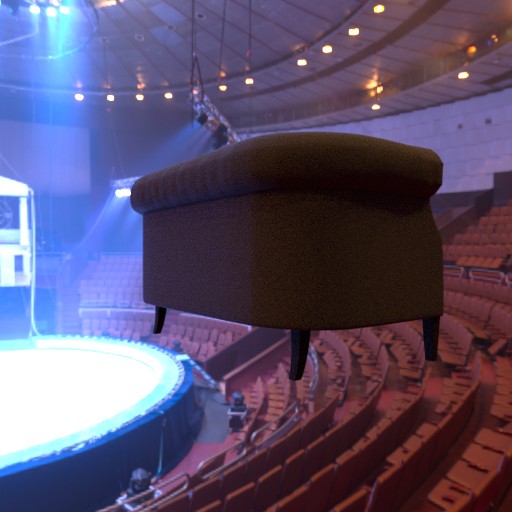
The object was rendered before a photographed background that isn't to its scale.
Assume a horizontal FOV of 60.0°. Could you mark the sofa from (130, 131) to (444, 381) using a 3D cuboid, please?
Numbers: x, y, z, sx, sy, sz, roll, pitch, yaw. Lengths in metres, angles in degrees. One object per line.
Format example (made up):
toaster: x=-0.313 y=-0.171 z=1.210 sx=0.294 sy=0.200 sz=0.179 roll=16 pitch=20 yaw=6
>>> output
sofa: x=0.000 y=0.000 z=2.074 sx=0.835 sy=0.827 sz=1.558 roll=0 pitch=0 yaw=-37
